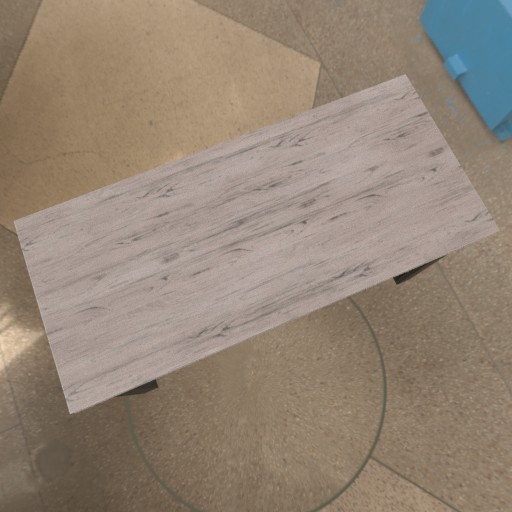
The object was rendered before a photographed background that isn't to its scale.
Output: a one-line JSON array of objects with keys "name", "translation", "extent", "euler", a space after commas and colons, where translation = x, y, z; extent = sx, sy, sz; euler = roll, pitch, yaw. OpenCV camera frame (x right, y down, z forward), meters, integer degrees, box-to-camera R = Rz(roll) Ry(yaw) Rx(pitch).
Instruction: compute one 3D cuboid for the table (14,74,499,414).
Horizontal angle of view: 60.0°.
[{"name": "table", "translation": [0.000, 0.000, 2.208], "extent": [1.778, 0.899, 0.795], "euler": [-22, 76, -6]}]
